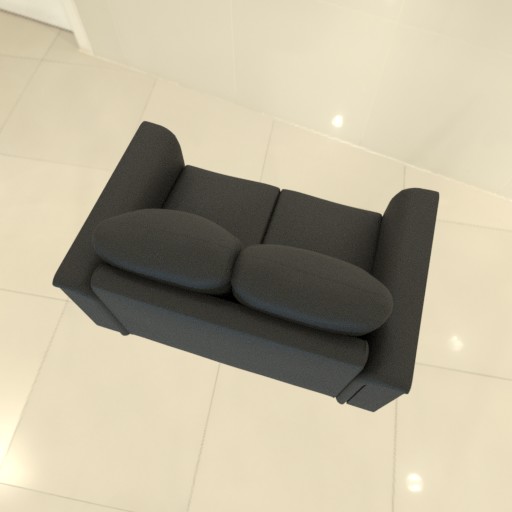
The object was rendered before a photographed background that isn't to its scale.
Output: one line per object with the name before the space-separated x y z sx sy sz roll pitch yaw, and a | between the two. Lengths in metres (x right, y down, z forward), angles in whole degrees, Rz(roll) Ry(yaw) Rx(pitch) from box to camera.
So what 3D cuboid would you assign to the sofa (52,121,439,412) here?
sofa | 0.000 0.000 1.971 1.386 0.845 0.887 15 64 8
